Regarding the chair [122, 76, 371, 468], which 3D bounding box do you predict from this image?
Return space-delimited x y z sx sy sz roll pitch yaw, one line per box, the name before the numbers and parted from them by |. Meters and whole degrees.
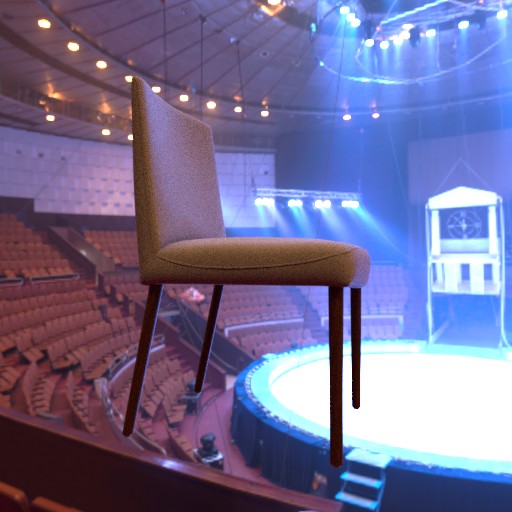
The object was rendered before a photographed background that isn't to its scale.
chair | 0.000 0.000 1.157 0.570 0.859 0.456 0 -1 19
